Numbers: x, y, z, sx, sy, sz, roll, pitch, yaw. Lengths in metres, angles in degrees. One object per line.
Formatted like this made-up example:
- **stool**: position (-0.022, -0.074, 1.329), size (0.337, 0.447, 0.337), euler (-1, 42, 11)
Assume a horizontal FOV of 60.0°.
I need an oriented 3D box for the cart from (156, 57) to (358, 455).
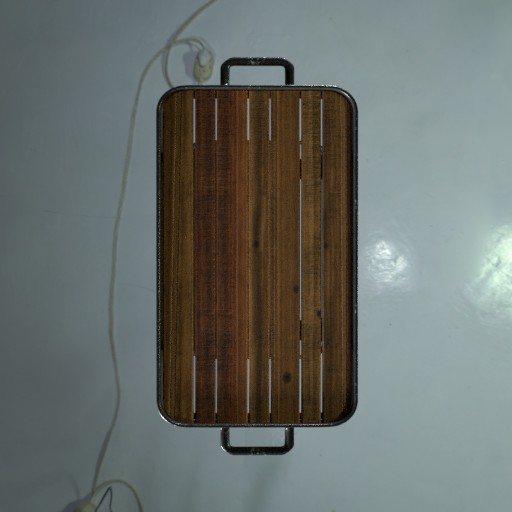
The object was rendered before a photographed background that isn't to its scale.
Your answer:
- **cart**: position (0.000, 0.000, 1.242), size (0.515, 0.700, 0.806), euler (0, 90, 0)
